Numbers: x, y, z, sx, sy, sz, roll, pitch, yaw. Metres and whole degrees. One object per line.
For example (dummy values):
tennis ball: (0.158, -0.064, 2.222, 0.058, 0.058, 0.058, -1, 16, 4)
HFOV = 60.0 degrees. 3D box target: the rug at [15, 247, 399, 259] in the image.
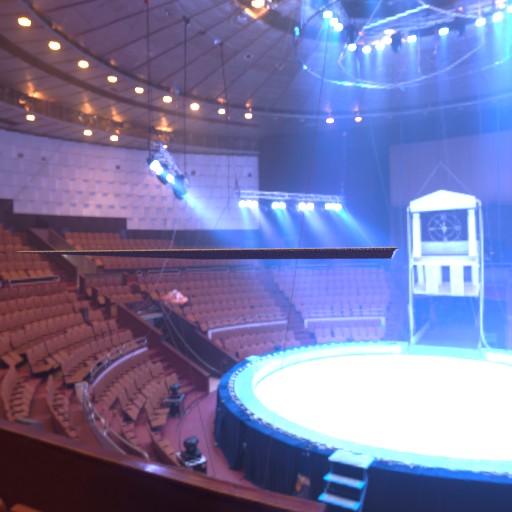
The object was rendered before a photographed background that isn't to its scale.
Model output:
rug: (0.000, 0.000, 3.954, 2.363, 0.012, 2.980, 0, -1, 17)
